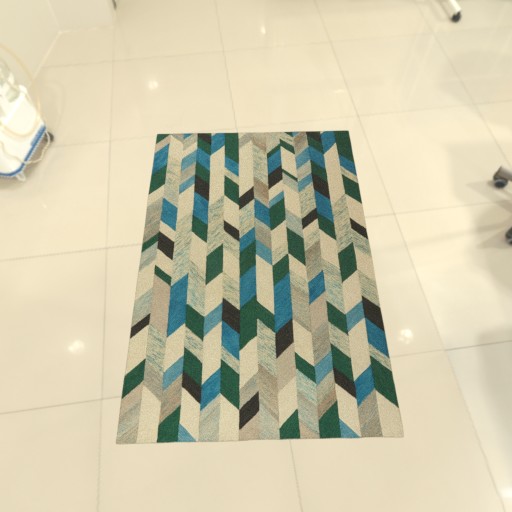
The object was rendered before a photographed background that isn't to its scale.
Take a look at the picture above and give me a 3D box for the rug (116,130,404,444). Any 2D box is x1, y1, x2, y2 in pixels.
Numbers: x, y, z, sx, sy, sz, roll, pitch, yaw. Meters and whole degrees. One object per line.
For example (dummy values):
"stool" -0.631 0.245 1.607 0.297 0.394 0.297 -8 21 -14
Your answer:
"rug" 0.000 0.000 2.346 1.229 0.005 1.827 -1 59 -1
